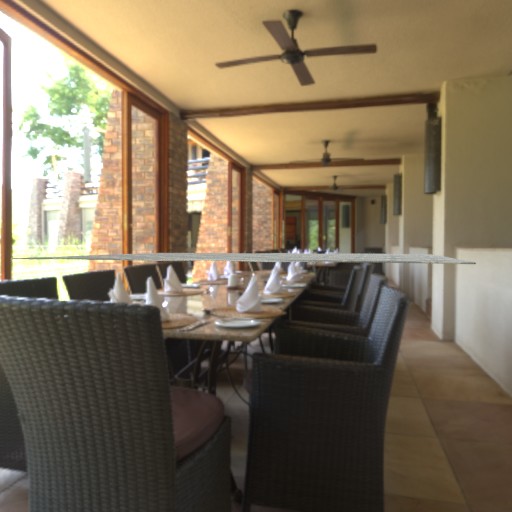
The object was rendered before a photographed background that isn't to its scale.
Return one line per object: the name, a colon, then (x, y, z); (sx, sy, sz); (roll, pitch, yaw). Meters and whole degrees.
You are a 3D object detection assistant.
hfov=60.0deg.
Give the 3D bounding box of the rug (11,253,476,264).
rug: (0.000, 0.000, 2.665); (2.133, 0.013, 1.522); (0, 1, 16)
